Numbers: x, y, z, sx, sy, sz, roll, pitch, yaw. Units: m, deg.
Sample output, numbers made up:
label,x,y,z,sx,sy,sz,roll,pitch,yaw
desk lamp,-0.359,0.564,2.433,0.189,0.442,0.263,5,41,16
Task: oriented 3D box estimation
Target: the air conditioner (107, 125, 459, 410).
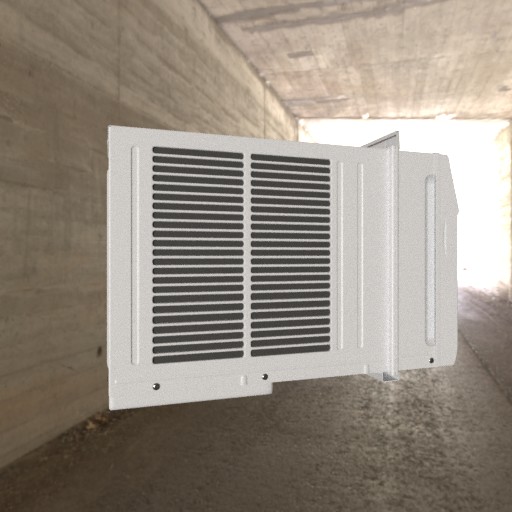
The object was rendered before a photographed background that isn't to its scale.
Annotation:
label,x,y,z,sx,sy,sz,roll,pitch,yaw
air conditioner,0.000,0.000,0.865,0.546,0.388,0.503,0,0,-18
